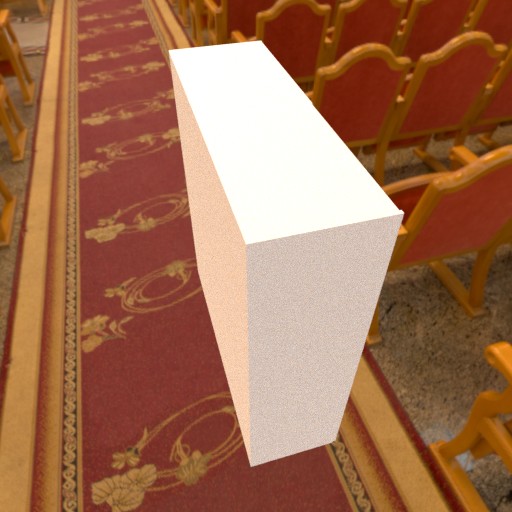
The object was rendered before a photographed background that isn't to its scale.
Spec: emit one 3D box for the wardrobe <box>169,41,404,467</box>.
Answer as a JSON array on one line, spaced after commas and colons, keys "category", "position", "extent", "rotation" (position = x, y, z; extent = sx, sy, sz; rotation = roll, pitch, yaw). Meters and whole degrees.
[{"category": "wardrobe", "position": [0.000, 0.000, 2.899], "extent": [0.600, 2.020, 1.830], "rotation": [-12, 46, -11]}]
